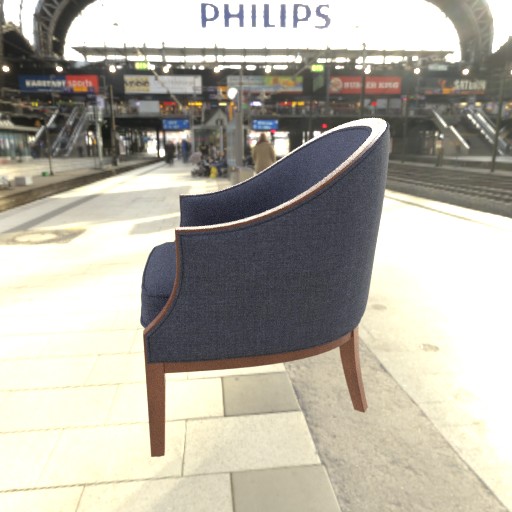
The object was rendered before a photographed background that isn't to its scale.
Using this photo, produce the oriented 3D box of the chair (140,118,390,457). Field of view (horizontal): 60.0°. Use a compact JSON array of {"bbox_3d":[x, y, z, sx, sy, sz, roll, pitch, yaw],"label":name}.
[{"bbox_3d":[0.000,0.000,1.468,0.735,0.876,0.803,-2,14,-8],"label":"chair"}]
